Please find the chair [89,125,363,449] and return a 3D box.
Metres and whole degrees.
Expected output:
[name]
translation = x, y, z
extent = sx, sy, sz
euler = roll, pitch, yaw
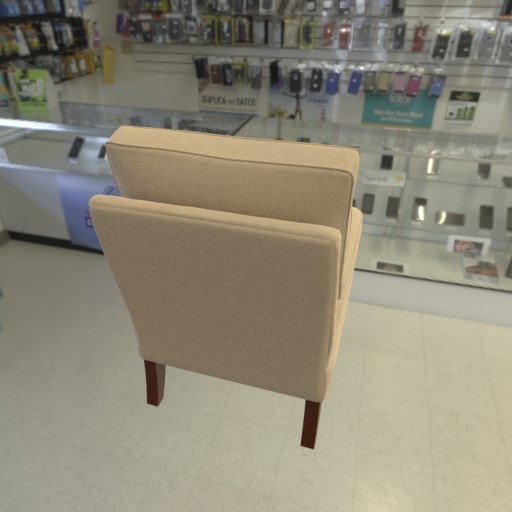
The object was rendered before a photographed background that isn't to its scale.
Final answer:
[chair]
translation = 0.000, 0.000, 1.675
extent = 0.724, 1.052, 0.912
euler = 9, 33, 15
